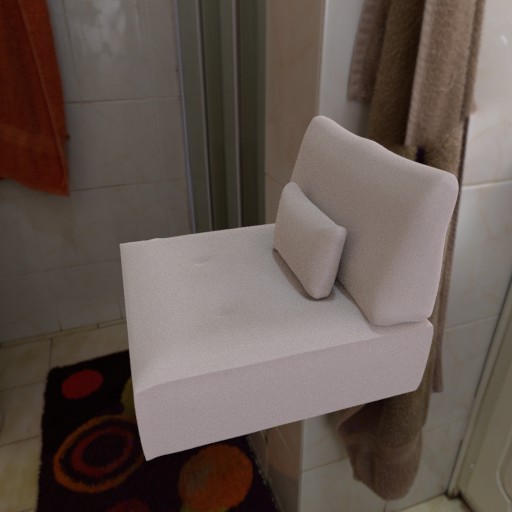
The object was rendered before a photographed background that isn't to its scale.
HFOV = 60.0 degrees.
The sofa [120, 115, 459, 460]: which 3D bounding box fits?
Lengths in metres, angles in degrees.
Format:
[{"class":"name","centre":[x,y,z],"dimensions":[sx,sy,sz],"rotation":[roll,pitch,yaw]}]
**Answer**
[{"class":"sofa","centre":[0.000,0.000,1.681],"dimensions":[1.000,0.828,0.935],"rotation":[-9,30,-15]}]
